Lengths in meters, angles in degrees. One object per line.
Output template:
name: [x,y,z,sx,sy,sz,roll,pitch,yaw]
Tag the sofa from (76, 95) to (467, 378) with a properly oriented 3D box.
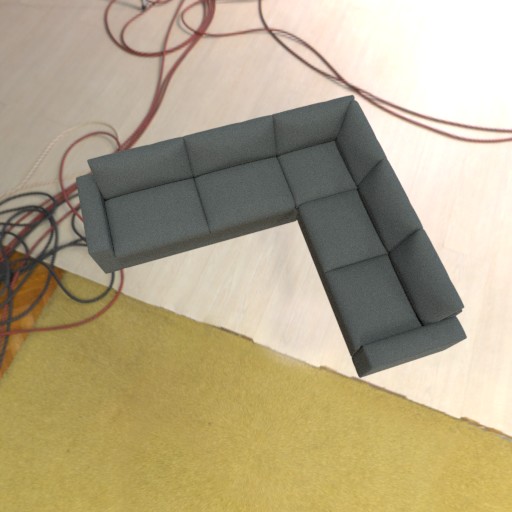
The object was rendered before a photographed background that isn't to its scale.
sofa: [0.000,0.000,4.638,3.277,0.965,2.895,-16,67,-7]
